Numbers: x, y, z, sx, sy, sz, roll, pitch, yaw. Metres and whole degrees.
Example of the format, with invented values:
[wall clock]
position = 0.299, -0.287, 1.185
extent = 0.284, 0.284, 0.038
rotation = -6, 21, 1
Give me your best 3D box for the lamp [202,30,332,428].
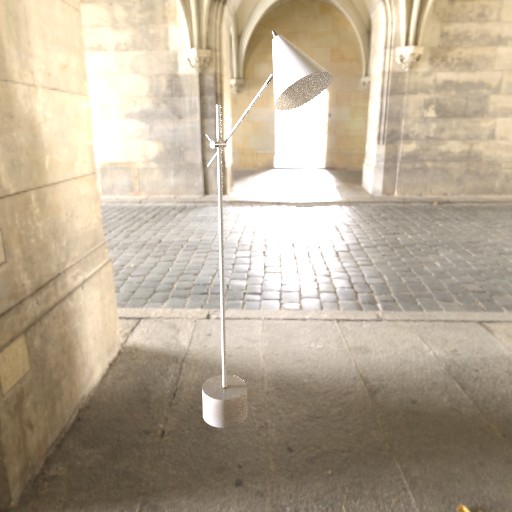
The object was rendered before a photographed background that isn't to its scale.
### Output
[lamp]
position = 0.000, 0.000, 1.561
extent = 0.508, 1.430, 0.223
rotation = 15, 22, 42
